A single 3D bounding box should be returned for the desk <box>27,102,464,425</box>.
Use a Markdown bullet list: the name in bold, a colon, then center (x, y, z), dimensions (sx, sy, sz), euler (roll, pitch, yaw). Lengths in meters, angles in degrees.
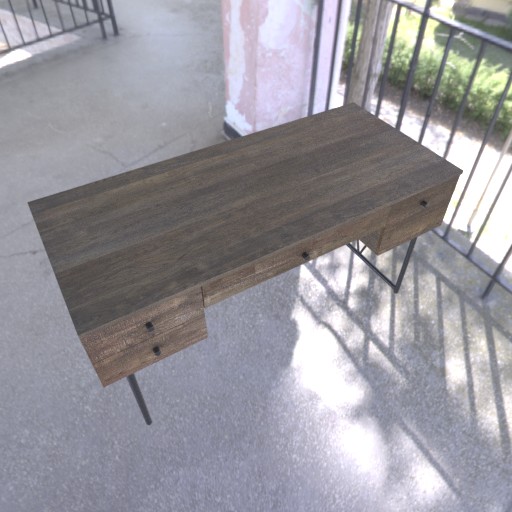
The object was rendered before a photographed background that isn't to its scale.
- **desk**: center (0.000, 0.000, 2.039), dimensions (1.600, 0.780, 0.730), euler (-23, 50, -21)
